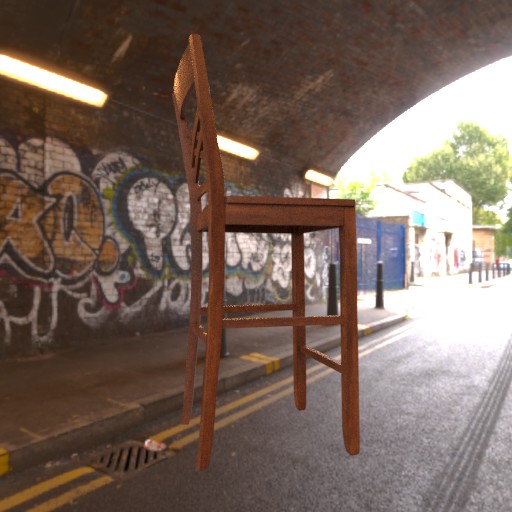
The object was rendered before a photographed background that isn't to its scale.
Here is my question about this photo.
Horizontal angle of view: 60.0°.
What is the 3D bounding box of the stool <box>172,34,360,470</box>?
[{"bbox_3d":[0.000,0.000,1.367,0.487,1.105,0.433,0,-1,-17],"label":"stool"}]
